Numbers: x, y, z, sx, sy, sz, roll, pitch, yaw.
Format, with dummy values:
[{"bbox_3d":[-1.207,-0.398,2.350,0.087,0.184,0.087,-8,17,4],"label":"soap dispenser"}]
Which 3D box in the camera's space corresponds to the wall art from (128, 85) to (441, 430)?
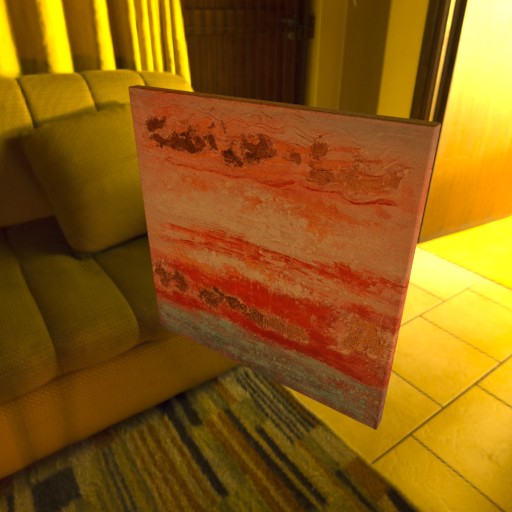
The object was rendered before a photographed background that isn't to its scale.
[{"bbox_3d":[0.000,0.000,1.114,0.747,0.747,0.035,18,34,29],"label":"wall art"}]
